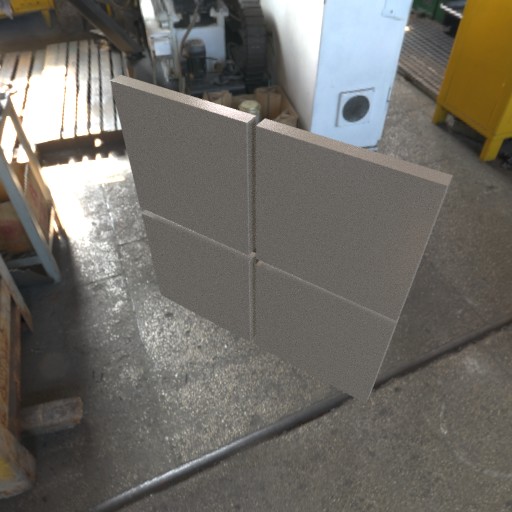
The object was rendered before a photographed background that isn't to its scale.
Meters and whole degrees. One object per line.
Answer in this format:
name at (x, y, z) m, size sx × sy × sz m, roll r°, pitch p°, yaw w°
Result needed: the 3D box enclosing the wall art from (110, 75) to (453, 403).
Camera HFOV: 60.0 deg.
wall art at (0.000, 0.000, 0.922) m, size 0.611 × 0.611 × 0.029 m, roll 24°, pitch 50°, yaw 22°
